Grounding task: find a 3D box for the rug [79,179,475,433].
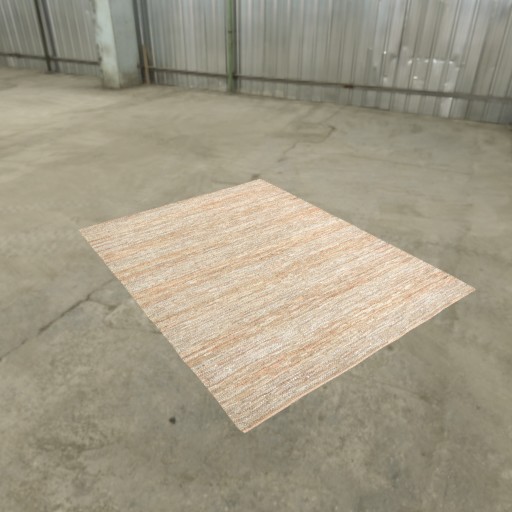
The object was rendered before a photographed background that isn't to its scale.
[{"bbox_3d":[0.000,0.000,4.019,2.313,0.009,2.939,-21,37,-30],"label":"rug"}]
